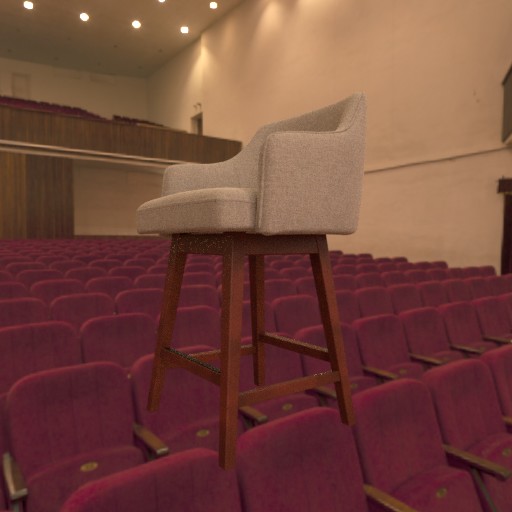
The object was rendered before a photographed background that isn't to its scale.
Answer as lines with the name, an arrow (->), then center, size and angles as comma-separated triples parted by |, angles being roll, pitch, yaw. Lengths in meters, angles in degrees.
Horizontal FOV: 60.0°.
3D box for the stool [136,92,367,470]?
stool -> 0.000, 0.000, 1.307 | 0.558, 0.944, 0.599 | -1, 2, -36
